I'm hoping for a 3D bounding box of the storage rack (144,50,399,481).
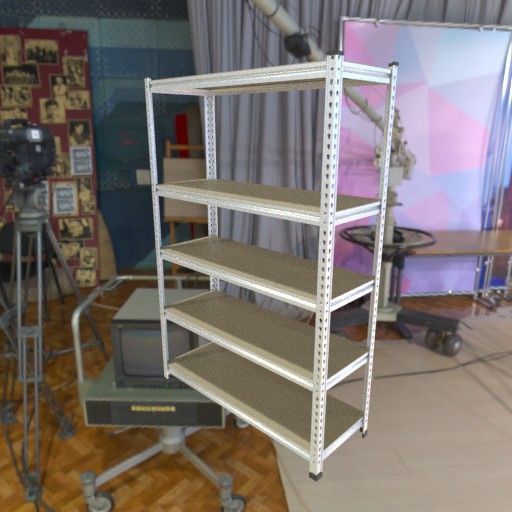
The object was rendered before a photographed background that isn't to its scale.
[{"bbox_3d":[0.000,0.000,2.348,1.219,1.829,0.457,15,23,42],"label":"storage rack"}]
